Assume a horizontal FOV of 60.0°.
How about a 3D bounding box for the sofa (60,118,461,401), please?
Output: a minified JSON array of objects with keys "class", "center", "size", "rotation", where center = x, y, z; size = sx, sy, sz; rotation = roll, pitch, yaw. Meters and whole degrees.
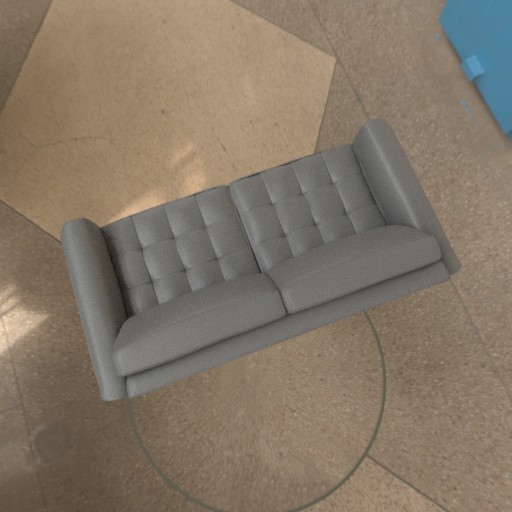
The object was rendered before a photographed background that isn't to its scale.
[{"class":"sofa","center":[0.000,0.000,2.721],"size":[2.177,0.930,1.121],"rotation":[-19,76,-5]}]
